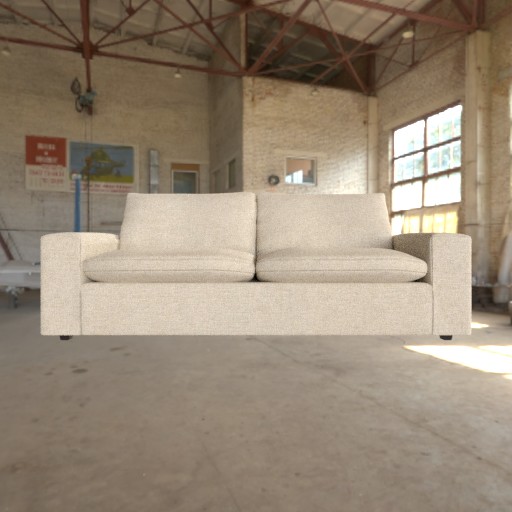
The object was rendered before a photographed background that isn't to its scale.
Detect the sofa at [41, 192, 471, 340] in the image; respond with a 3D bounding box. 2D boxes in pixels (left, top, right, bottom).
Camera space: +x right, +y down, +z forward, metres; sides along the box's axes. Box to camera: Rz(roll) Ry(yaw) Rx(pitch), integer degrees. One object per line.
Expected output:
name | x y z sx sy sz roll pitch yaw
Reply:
sofa | 0.000 0.000 2.804 2.299 0.922 1.040 0 0 0
